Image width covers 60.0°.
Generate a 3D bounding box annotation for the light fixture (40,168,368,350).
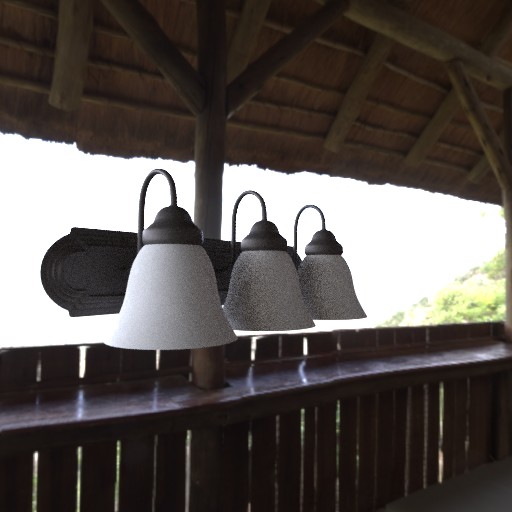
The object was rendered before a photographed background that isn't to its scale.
[{"bbox_3d":[0.000,0.000,0.726,0.199,0.222,0.610,-2,-3,38],"label":"light fixture"}]
